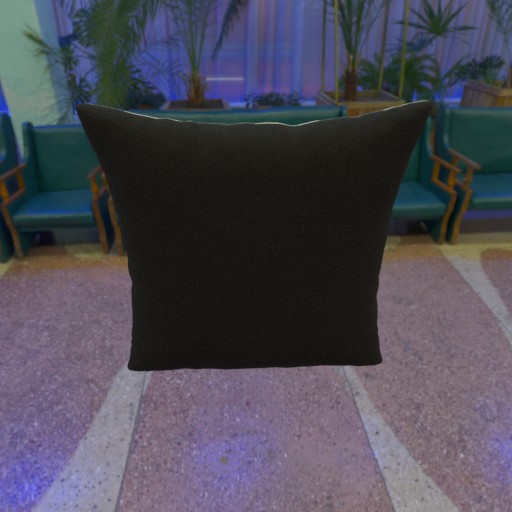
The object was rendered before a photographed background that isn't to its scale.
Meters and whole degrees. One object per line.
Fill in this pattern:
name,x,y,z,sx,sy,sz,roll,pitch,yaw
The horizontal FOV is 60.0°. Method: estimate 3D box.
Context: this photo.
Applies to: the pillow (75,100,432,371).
pillow,0.000,0.000,0.760,0.511,0.509,0.161,-1,30,-2
